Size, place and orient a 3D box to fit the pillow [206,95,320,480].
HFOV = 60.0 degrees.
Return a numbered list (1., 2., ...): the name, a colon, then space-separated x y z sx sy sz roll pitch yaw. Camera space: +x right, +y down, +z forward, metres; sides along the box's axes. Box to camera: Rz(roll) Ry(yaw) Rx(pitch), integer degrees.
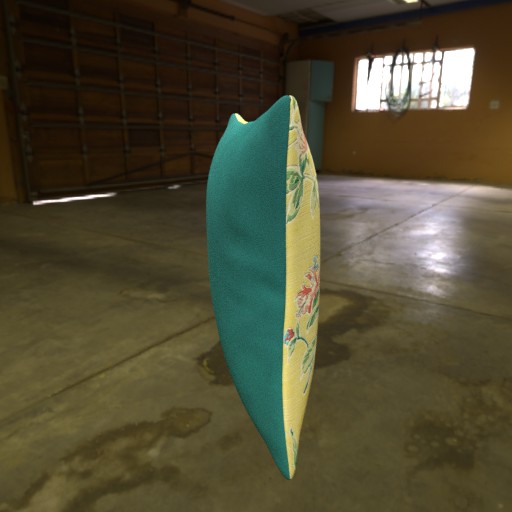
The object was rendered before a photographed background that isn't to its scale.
1. pillow: 0.000 0.000 0.796 0.166 0.508 0.525 -3 16 -9
